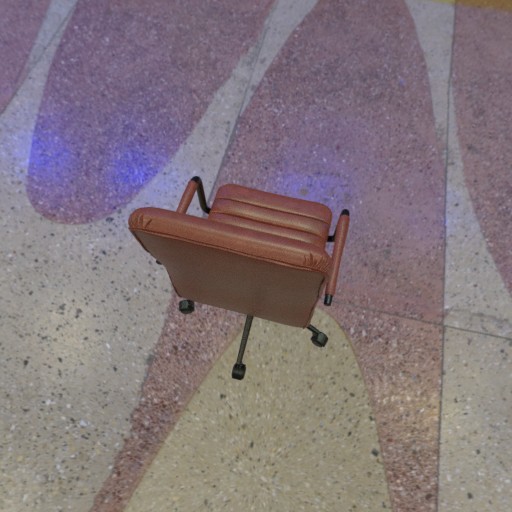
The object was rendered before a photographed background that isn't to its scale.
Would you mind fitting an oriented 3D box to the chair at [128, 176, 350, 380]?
[{"bbox_3d":[0.000,0.000,1.358,0.608,0.979,0.580,13,64,7],"label":"chair"}]
